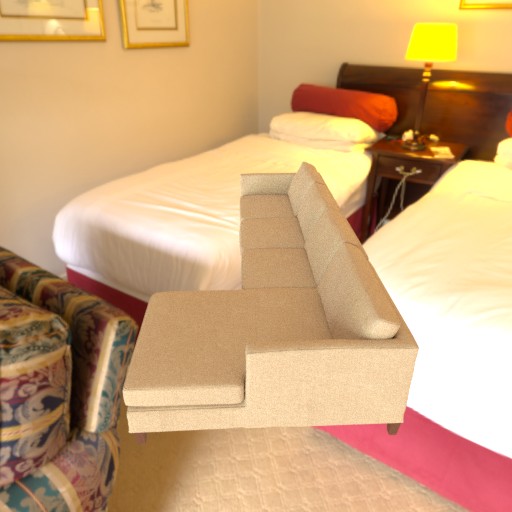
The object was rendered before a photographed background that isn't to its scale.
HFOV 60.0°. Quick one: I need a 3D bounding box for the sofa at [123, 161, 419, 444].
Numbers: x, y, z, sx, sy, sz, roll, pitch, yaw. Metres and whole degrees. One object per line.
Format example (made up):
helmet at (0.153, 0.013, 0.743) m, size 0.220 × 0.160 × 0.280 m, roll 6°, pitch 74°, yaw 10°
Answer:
sofa at (0.000, 0.000, 3.836) m, size 1.625 × 0.846 × 3.186 m, roll -1°, pitch 28°, yaw -2°
